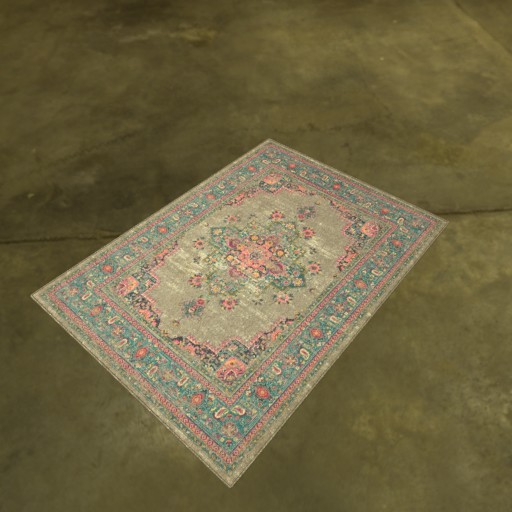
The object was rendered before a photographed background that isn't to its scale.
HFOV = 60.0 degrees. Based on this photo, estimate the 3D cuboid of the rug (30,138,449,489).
[{"bbox_3d":[0.000,0.000,2.820,1.609,0.013,2.214,32,55,26],"label":"rug"}]
